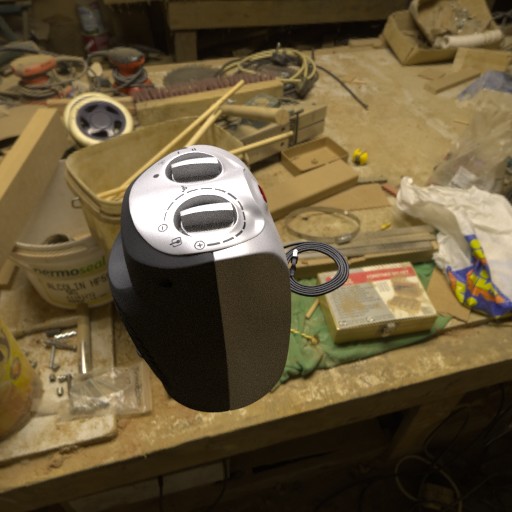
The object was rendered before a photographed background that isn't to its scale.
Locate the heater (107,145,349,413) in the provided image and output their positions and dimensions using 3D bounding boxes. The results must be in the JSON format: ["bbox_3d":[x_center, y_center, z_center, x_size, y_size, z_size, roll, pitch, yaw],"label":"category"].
[{"bbox_3d":[0.000,0.000,0.458,0.291,0.240,0.239,-10,47,-9],"label":"heater"}]
